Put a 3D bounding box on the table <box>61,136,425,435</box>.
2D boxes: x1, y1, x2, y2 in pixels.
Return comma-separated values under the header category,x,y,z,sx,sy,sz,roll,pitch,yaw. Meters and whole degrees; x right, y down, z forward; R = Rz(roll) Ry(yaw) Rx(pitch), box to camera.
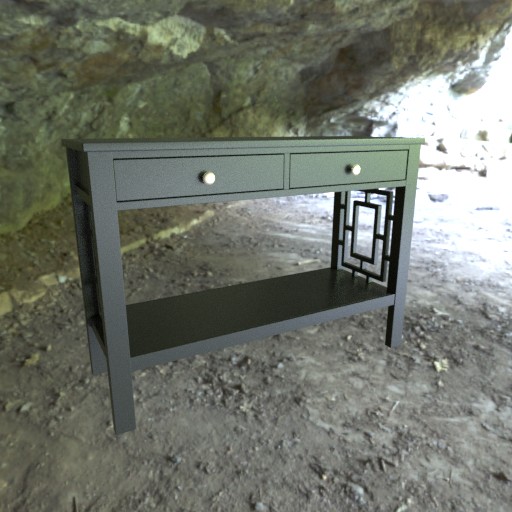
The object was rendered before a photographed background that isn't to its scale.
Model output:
category,x,y,z,sx,sy,sz,roll,pitch,yaw
table,0.000,0.000,1.467,1.068,0.753,0.397,-9,18,-28
